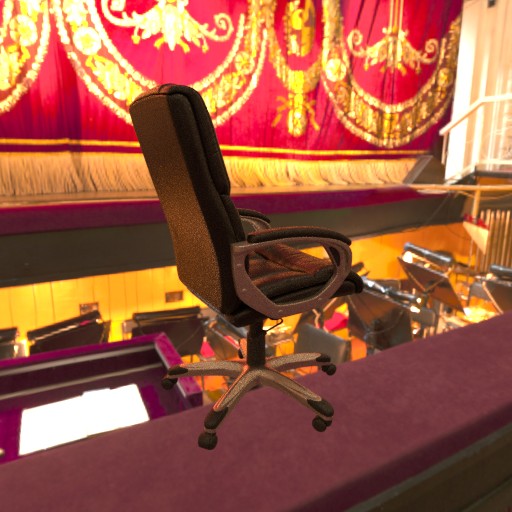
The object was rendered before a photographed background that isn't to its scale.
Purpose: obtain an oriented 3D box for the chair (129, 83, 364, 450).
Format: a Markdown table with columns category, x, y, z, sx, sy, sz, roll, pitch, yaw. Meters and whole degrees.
| category | x | y | z | sx | sy | sz | roll | pitch | yaw |
| --- | --- | --- | --- | --- | --- | --- | --- | --- | --- |
| chair | 0.000 | 0.000 | 1.656 | 0.780 | 1.145 | 0.700 | -7 | 15 | -27 |
